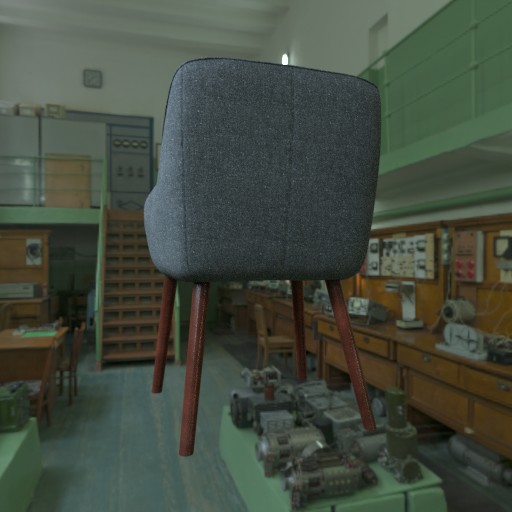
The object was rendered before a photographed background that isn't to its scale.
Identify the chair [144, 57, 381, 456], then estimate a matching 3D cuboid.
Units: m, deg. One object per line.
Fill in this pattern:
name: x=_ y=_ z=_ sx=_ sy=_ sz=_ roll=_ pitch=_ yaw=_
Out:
chair: x=0.000 y=0.000 z=1.161 sx=0.543 sy=0.803 sz=0.519 roll=0 pitch=0 yaw=-18
